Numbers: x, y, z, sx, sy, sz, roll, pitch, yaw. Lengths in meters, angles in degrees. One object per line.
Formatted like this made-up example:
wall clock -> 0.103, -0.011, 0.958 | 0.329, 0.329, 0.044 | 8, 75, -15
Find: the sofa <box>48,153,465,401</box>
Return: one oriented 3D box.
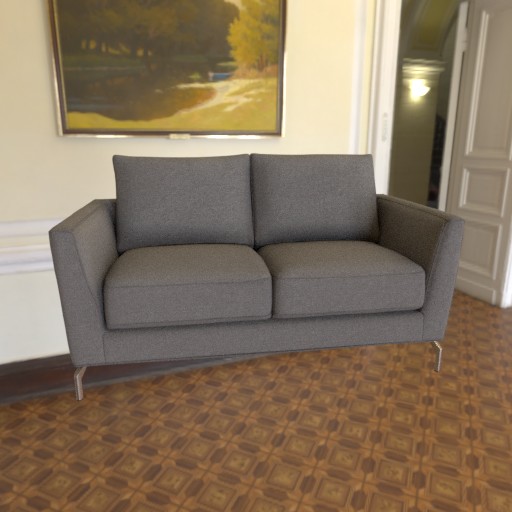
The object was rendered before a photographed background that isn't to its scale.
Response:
sofa -> 0.000, 0.000, 2.089 | 1.594, 0.924, 0.803 | -2, 15, -8
